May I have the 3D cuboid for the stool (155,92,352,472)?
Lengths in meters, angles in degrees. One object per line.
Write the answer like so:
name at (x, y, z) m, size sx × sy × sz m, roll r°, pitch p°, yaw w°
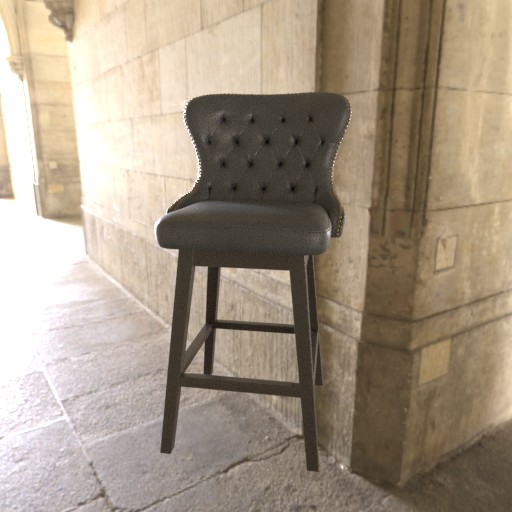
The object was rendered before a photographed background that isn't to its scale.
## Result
stool at (0.000, 0.000, 1.327) m, size 0.528 × 0.971 × 0.593 m, roll 2°, pitch 15°, yaw 9°
